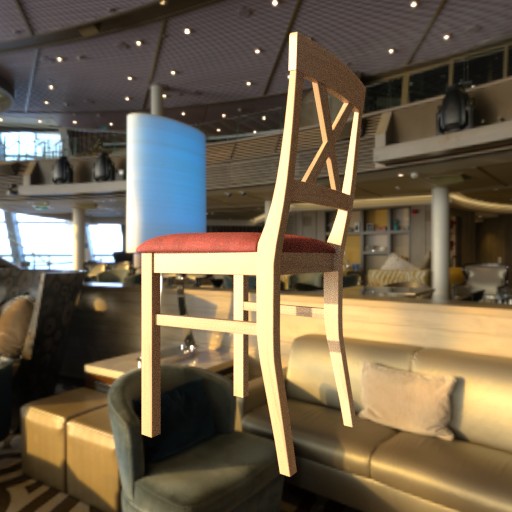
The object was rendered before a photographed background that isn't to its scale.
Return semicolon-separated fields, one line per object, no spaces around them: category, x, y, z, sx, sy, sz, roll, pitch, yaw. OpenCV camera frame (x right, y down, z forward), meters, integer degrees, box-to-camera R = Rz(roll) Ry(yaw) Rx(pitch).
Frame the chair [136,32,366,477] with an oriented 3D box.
chair;0.000;0.000;1.176;0.492;0.912;0.439;0;0;35
